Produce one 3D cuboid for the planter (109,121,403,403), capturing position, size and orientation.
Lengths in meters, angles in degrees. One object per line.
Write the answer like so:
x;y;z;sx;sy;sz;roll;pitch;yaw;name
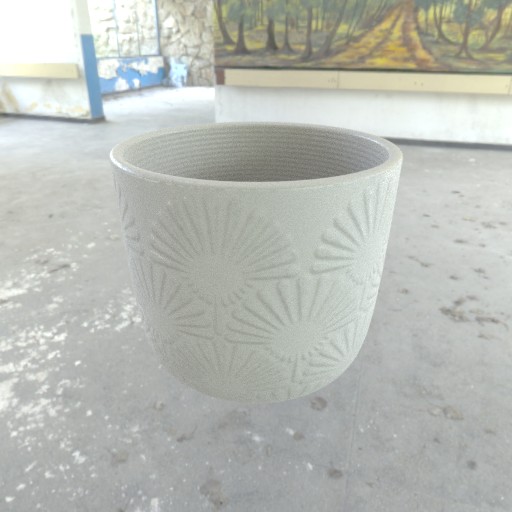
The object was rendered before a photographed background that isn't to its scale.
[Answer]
0.000;0.000;0.218;0.124;0.109;0.124;0;26;0;planter
